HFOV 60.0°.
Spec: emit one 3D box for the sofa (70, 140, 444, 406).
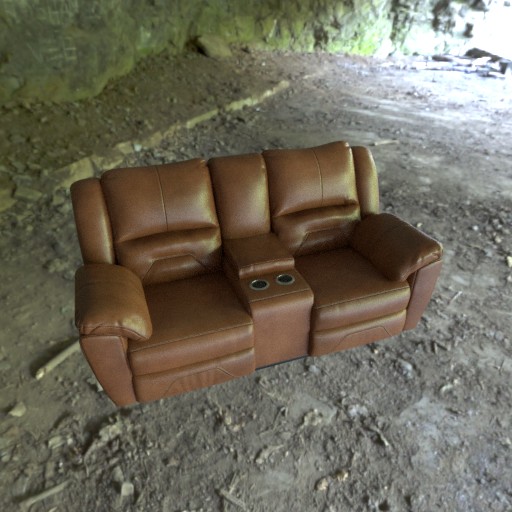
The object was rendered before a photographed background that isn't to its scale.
[{"bbox_3d":[0.000,0.000,2.687,2.058,1.043,0.991,-11,33,-17],"label":"sofa"}]
